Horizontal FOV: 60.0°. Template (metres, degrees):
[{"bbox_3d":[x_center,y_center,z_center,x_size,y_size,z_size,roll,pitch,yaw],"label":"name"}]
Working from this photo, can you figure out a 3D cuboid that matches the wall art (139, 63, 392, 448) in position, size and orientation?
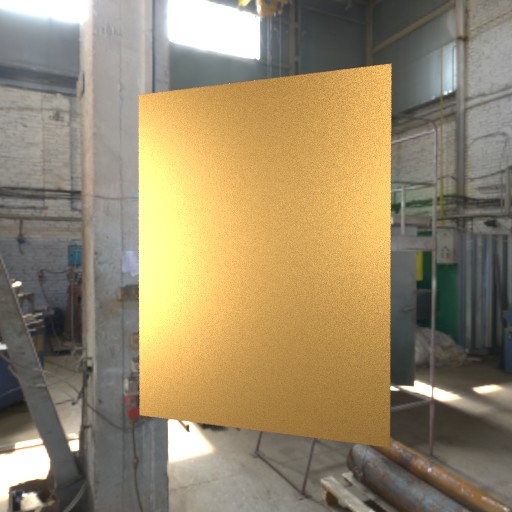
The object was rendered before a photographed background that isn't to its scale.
[{"bbox_3d":[0.000,0.000,1.047,0.610,0.812,0.038,0,1,18],"label":"wall art"}]
